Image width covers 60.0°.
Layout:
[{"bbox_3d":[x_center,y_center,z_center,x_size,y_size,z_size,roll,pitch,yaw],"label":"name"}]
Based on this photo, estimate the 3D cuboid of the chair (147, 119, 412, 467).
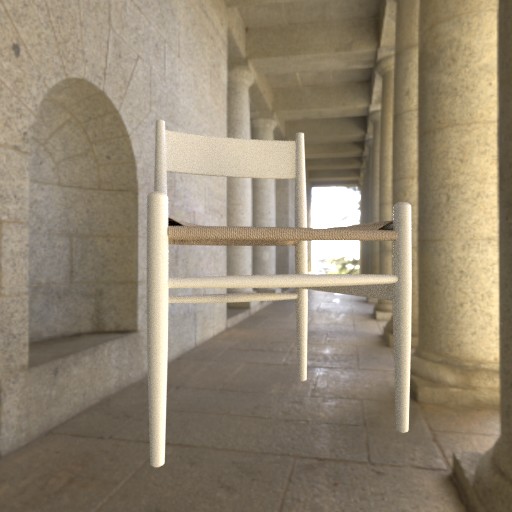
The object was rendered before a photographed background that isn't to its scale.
[{"bbox_3d":[0.000,0.000,1.098,0.556,0.762,0.495,0,0,-18],"label":"chair"}]
